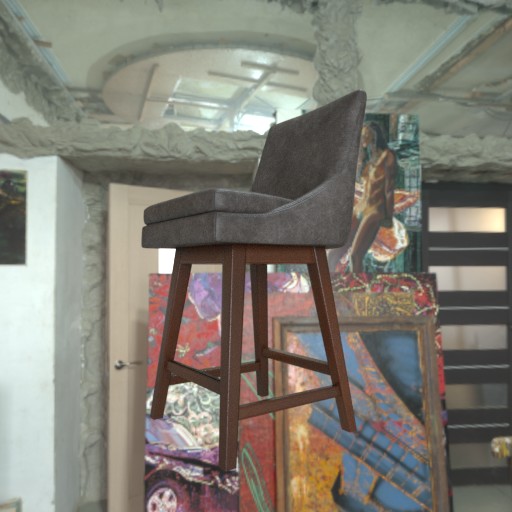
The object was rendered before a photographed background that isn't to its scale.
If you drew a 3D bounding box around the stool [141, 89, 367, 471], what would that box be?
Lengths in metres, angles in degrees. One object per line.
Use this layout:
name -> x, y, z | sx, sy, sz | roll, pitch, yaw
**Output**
stool -> 0.000, 0.000, 1.413 | 0.587, 1.046, 0.492 | 1, -2, -35
